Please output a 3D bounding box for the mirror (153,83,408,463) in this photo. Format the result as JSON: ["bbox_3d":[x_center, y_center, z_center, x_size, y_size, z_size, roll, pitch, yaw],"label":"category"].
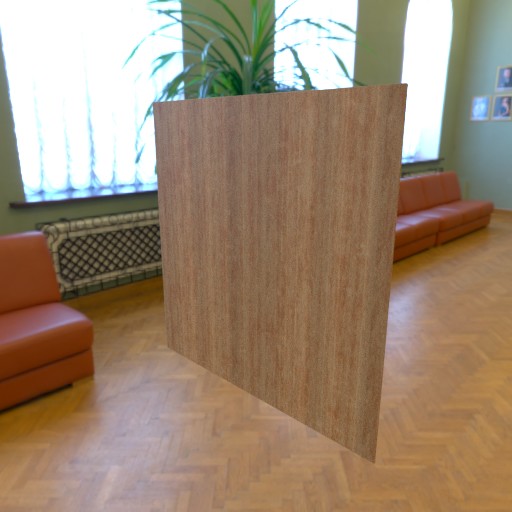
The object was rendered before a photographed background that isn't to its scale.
[{"bbox_3d":[0.000,0.000,0.954,0.651,0.651,0.047,15,22,42],"label":"mirror"}]
